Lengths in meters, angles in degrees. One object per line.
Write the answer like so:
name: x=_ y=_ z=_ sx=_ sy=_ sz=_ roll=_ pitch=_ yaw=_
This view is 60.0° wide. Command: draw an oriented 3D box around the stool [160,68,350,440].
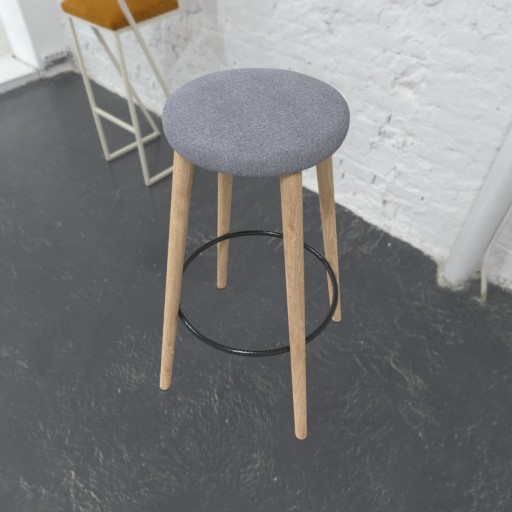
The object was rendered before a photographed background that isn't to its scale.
stool: x=0.000 y=0.000 z=1.008 sx=0.410 sy=0.770 sz=0.410 roll=15 pitch=47 yaw=14
